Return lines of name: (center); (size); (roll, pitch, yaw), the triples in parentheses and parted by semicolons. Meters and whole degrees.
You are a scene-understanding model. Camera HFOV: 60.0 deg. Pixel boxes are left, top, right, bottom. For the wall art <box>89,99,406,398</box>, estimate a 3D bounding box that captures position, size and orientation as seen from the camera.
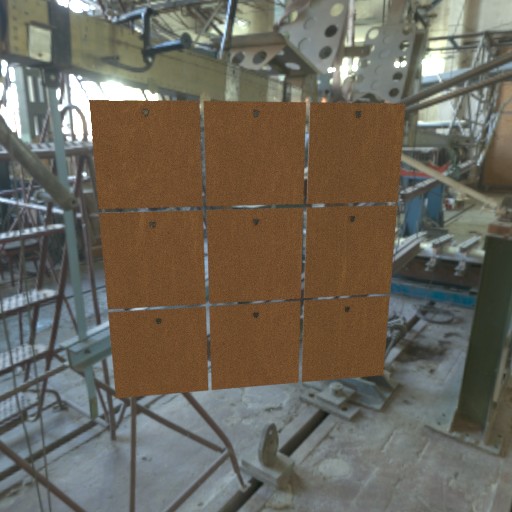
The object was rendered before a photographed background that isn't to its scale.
wall art: (0.000, 0.000, 2.308); (1.526, 1.522, 0.023); (-2, 15, -9)
